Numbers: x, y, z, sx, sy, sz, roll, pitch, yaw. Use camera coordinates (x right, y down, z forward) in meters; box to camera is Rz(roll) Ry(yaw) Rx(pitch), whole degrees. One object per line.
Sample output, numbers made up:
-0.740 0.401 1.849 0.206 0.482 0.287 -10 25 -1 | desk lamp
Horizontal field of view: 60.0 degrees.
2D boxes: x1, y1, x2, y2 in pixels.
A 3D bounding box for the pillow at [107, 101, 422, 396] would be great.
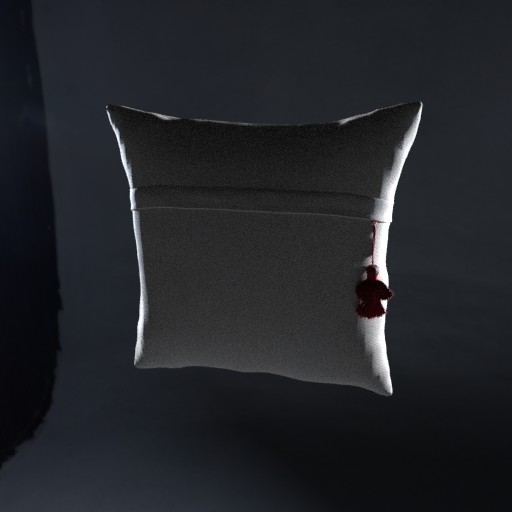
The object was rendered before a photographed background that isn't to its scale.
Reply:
0.000 0.000 0.669 0.433 0.436 0.173 3 17 10 | pillow
